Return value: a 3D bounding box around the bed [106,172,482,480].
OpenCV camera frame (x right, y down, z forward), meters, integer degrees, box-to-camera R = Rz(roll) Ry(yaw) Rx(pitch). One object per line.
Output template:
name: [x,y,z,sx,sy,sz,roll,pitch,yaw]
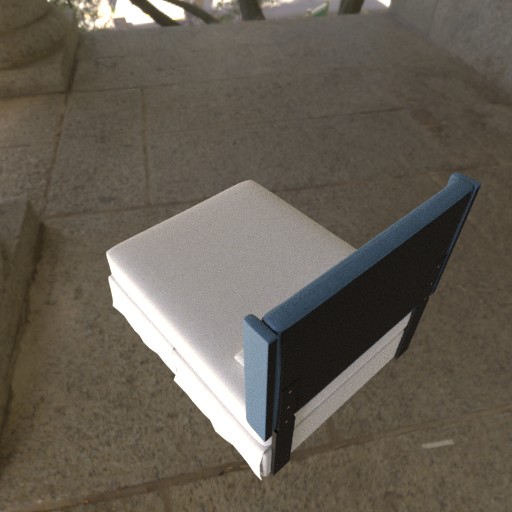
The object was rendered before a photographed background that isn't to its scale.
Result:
bed: [0.000,0.000,3.319,1.719,1.665,2.078,-32,53,-28]
